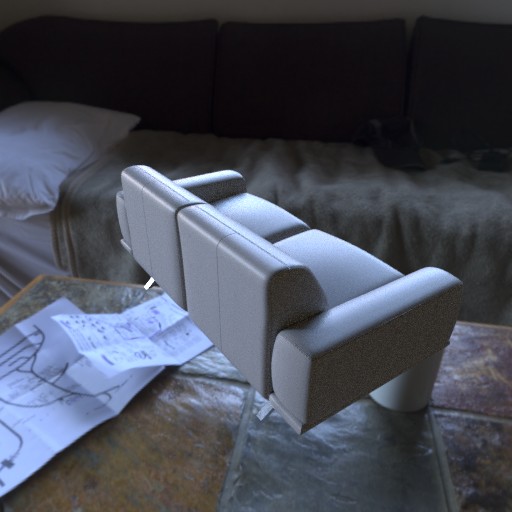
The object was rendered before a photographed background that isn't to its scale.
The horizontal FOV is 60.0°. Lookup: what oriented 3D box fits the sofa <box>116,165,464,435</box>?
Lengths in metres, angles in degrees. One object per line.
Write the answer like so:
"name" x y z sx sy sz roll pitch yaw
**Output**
"sofa" 0.000 0.000 2.395 0.900 0.772 1.901 -18 33 -30
